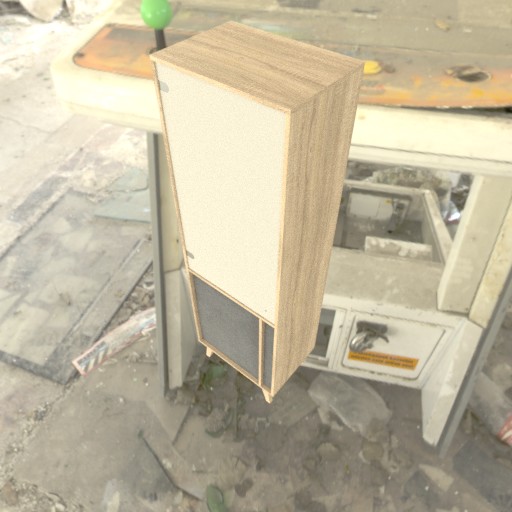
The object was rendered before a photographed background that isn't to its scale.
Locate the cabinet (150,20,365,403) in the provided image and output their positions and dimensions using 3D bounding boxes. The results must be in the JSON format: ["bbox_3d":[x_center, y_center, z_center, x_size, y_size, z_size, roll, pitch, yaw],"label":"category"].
[{"bbox_3d":[0.000,0.000,2.096,0.570,1.850,0.400,31,54,26],"label":"cabinet"}]
